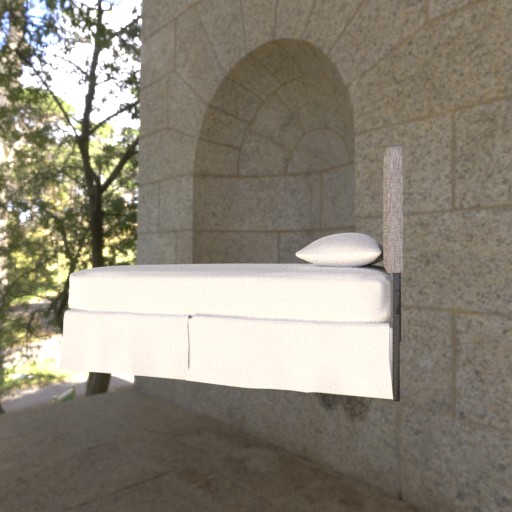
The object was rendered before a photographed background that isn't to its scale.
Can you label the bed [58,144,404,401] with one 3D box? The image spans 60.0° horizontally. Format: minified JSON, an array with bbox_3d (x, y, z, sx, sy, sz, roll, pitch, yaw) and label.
[{"bbox_3d":[0.000,0.000,2.964,1.870,1.295,1.610,0,-1,18],"label":"bed"}]
